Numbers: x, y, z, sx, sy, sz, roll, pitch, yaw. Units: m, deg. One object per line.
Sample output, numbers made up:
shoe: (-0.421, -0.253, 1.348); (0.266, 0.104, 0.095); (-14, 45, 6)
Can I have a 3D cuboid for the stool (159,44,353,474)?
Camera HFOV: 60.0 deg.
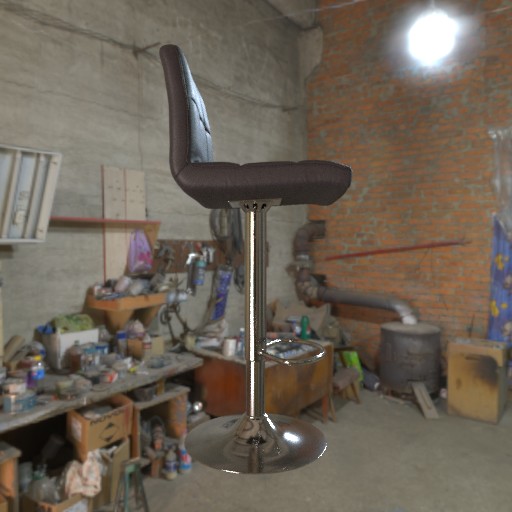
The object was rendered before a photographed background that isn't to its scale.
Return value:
stool: (0.000, 0.000, 1.333); (0.505, 1.115, 0.430); (0, 0, 1)
